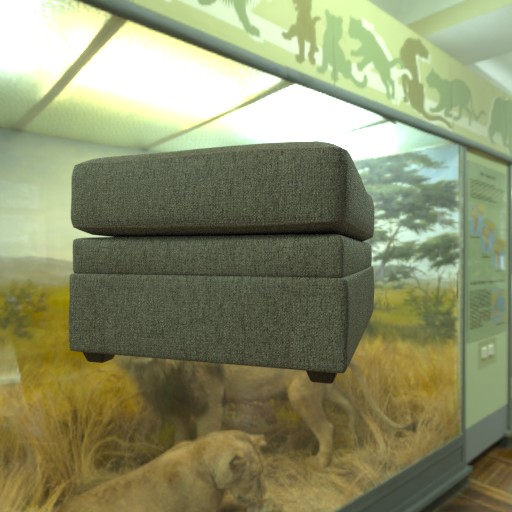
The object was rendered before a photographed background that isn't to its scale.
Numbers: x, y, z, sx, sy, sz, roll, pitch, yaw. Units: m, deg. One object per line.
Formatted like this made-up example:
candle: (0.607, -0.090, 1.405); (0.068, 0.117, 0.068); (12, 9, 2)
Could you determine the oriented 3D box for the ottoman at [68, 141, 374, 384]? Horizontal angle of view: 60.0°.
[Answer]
ottoman: (0.000, 0.000, 1.289); (0.637, 0.478, 0.885); (0, 0, 18)
